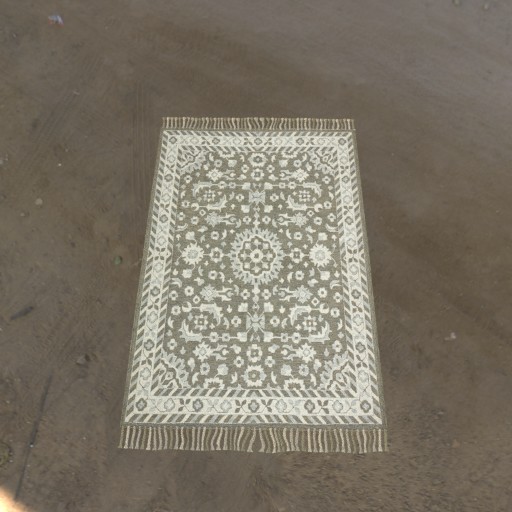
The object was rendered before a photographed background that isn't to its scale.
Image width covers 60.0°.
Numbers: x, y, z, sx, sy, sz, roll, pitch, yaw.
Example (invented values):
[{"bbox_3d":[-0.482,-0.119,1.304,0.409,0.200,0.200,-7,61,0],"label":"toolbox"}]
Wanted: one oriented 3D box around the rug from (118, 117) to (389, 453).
[{"bbox_3d":[0.000,0.000,2.993,1.530,0.025,2.431,1,64,0],"label":"rug"}]
